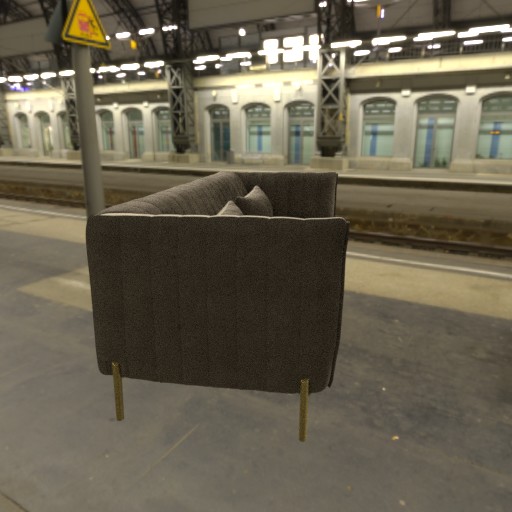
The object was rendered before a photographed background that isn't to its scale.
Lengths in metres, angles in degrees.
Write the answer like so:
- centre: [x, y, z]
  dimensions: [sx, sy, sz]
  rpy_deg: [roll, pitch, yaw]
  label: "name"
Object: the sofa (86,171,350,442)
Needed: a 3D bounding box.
- centre: [0.000, 0.000, 2.398]
  dimensions: [0.876, 0.780, 1.980]
  rpy_deg: [2, 15, 9]
  label: "sofa"
